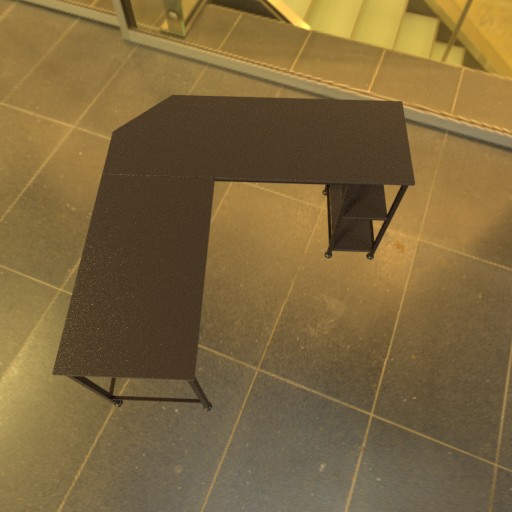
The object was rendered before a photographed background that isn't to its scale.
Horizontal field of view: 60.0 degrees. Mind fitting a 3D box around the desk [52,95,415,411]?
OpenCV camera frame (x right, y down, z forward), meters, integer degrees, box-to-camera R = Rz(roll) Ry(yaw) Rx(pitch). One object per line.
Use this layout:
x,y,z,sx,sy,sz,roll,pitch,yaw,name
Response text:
0.000,0.000,2.190,1.379,0.739,1.379,2,62,1,desk
